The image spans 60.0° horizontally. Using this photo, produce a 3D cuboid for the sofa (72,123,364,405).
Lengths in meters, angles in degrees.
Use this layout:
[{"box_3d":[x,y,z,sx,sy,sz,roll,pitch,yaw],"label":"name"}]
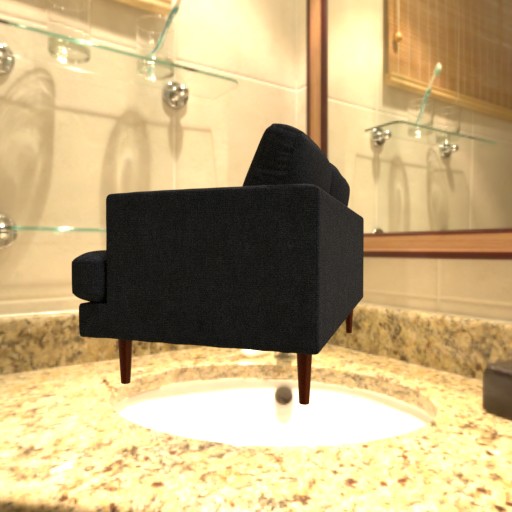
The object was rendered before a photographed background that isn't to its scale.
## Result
[{"box_3d":[0.000,0.000,2.175,0.903,0.944,1.582,0,1,18],"label":"sofa"}]
